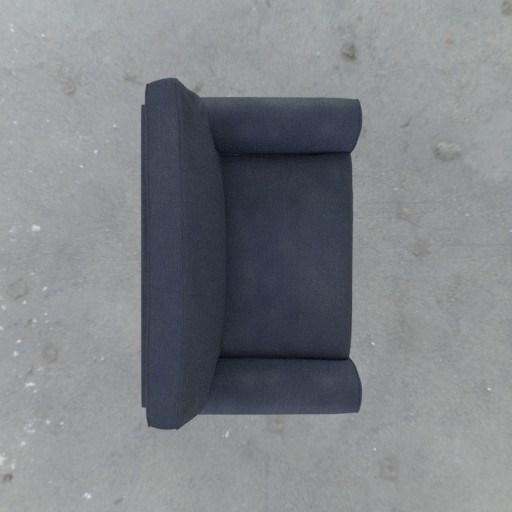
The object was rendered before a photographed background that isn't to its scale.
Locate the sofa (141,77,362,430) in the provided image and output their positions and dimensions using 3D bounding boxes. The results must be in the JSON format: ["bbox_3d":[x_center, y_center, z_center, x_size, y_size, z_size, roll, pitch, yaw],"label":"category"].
[{"bbox_3d":[0.000,0.000,2.070,0.938,1.004,1.405,0,90,0],"label":"sofa"}]
